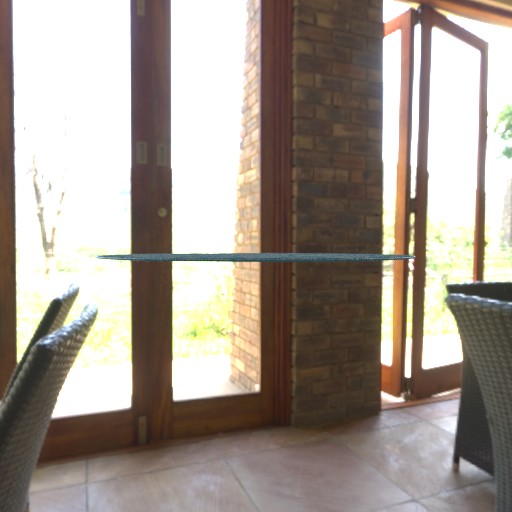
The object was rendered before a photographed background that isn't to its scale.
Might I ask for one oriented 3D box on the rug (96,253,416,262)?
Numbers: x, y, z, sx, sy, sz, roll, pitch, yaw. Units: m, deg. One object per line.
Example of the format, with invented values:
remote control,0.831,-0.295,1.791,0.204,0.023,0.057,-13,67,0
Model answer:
rug,0.000,0.000,2.347,1.593,0.012,1.593,0,1,0
